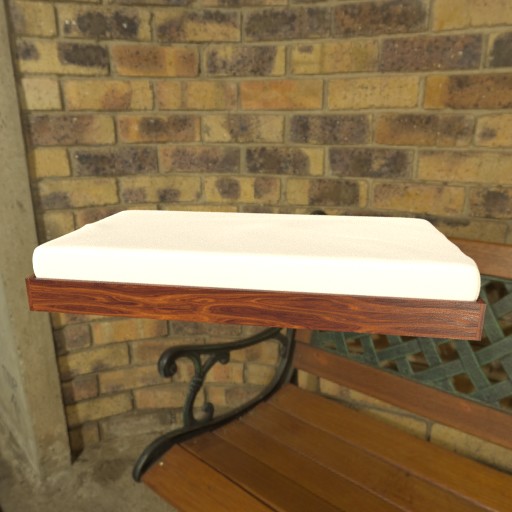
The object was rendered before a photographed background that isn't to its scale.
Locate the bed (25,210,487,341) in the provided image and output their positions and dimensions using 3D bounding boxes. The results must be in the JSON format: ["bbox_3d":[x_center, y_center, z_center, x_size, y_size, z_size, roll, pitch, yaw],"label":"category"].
[{"bbox_3d":[0.000,0.000,2.209,1.860,0.312,0.940,2,17,8],"label":"bed"}]
